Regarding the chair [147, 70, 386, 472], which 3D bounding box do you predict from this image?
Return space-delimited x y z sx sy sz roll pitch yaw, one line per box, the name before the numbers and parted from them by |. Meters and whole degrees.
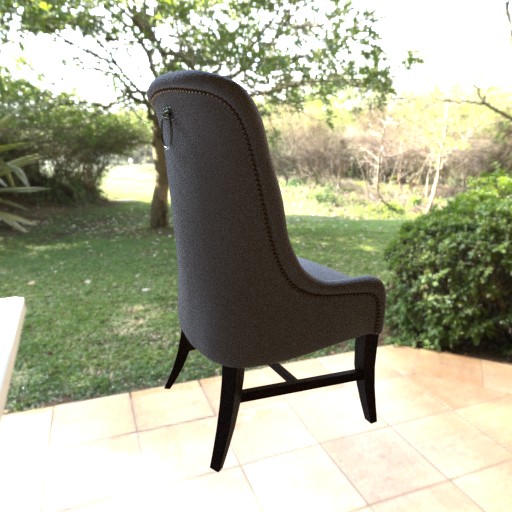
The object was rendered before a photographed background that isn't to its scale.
chair | 0.000 0.000 1.473 0.629 1.091 0.634 -7 15 -26
